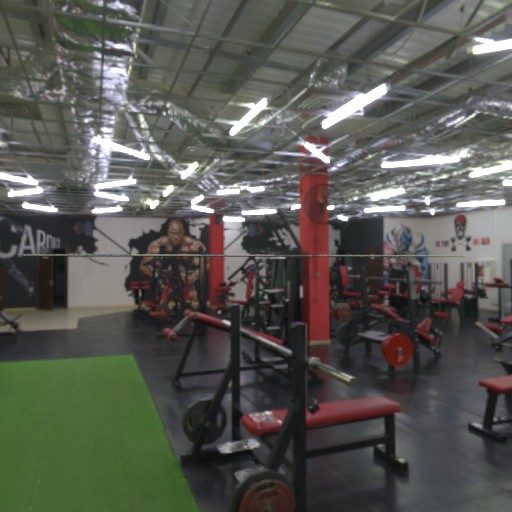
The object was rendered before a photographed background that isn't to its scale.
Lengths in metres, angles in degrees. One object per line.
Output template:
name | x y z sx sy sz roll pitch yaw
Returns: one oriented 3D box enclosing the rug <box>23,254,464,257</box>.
rug | 0.000 0.000 2.703 2.437 0.008 0.774 0 0 -18
